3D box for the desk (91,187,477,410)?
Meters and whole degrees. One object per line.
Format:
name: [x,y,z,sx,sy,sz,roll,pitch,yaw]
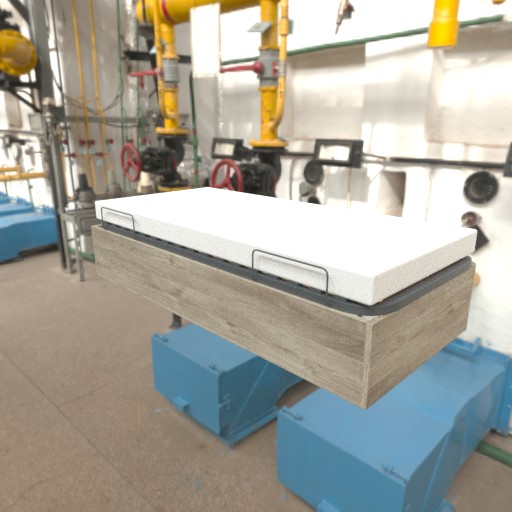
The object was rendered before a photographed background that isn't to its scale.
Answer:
desk: [0.000,0.000,2.310,0.900,0.455,1.900,-16,23,-42]
